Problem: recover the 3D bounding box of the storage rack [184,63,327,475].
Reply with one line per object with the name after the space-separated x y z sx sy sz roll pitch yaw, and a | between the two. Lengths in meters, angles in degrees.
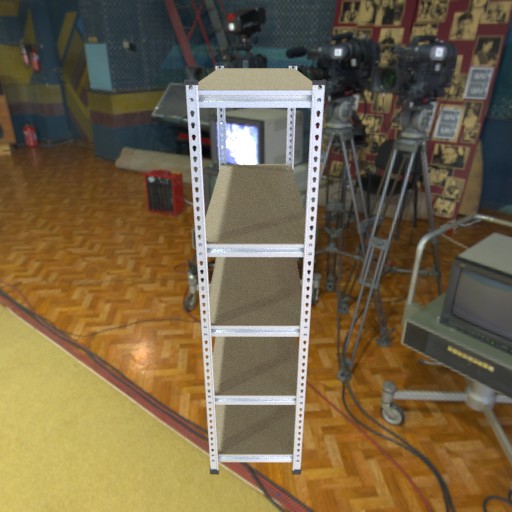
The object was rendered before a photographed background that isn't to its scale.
0.000 0.000 2.354 0.457 1.829 1.219 0 26 0 | storage rack
